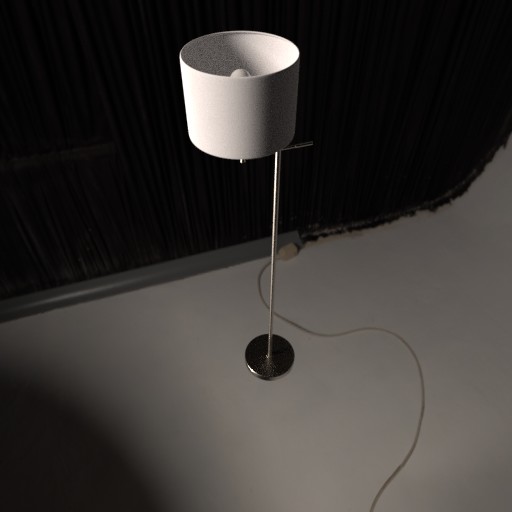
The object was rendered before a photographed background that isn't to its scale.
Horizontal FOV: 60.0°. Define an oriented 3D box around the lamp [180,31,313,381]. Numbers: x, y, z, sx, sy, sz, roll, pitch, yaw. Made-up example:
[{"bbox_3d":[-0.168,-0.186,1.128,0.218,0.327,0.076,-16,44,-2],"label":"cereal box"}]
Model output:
[{"bbox_3d":[0.000,0.000,1.777,0.416,1.600,0.324,-14,47,-14],"label":"lamp"}]
